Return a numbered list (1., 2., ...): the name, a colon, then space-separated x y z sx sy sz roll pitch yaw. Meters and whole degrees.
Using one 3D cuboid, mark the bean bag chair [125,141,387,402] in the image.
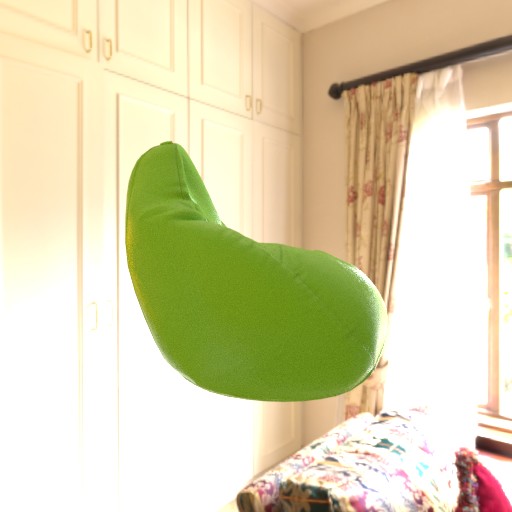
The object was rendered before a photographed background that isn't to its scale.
1. bean bag chair: 0.000 0.000 1.923 1.070 0.990 1.070 0 0 2
